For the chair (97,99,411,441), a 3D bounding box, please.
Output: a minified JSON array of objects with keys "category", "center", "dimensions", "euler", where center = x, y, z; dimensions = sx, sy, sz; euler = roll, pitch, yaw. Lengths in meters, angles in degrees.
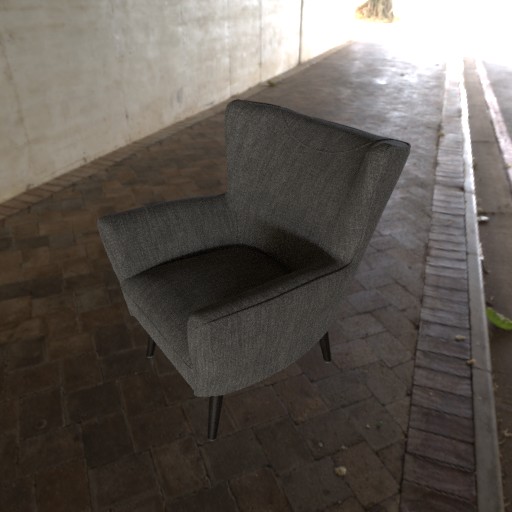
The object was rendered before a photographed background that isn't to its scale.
[{"category":"chair","center":[0.000,0.000,1.607],"dimensions":[0.888,0.933,0.781],"euler":[-21,36,-31]}]
